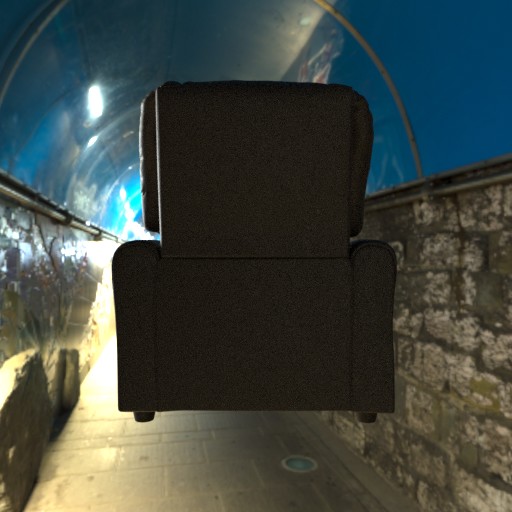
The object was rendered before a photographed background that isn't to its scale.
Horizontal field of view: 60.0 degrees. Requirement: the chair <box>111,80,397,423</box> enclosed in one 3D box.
[{"bbox_3d":[0.000,0.000,1.113,0.610,0.709,0.521,0,-1,0],"label":"chair"}]
